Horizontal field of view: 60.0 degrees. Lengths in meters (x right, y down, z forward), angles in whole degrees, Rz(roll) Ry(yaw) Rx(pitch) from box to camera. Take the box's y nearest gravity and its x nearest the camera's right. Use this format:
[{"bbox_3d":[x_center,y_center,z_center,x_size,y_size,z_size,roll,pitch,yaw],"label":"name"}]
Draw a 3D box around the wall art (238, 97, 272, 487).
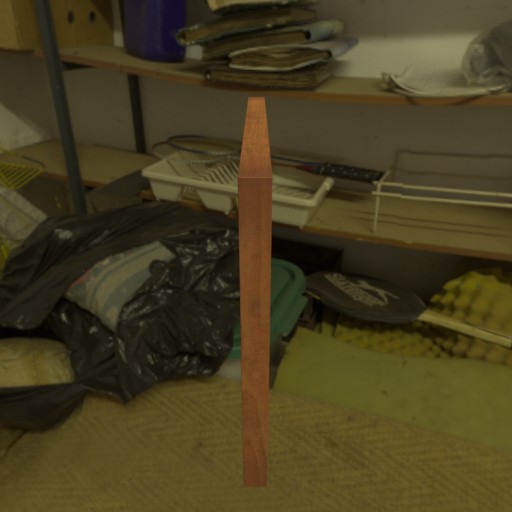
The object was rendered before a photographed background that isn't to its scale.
[{"bbox_3d":[0.000,0.000,0.779,0.033,0.457,0.558,0,27,0],"label":"wall art"}]
